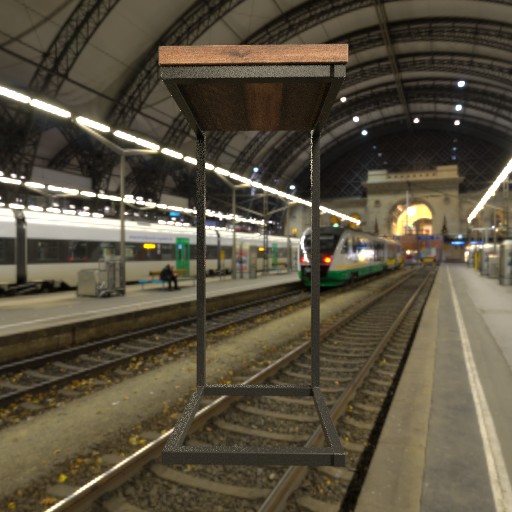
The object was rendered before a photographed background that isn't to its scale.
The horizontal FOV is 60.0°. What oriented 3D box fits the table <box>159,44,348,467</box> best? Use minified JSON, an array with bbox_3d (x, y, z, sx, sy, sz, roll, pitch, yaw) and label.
[{"bbox_3d":[0.000,0.000,0.959,0.323,0.718,0.414,0,0,2],"label":"table"}]
